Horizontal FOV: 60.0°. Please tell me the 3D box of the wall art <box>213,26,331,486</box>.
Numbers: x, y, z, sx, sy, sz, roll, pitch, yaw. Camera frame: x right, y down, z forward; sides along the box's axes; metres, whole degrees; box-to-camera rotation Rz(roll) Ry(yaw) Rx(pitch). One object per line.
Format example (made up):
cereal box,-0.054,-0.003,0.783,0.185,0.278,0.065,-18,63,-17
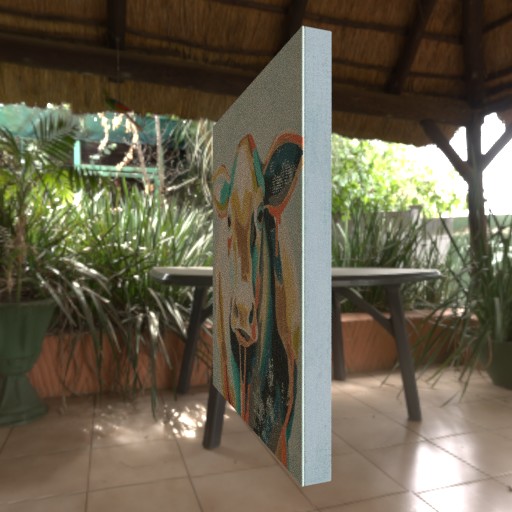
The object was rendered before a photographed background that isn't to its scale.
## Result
wall art,0.000,0.000,0.688,0.037,0.509,0.409,0,0,-19
